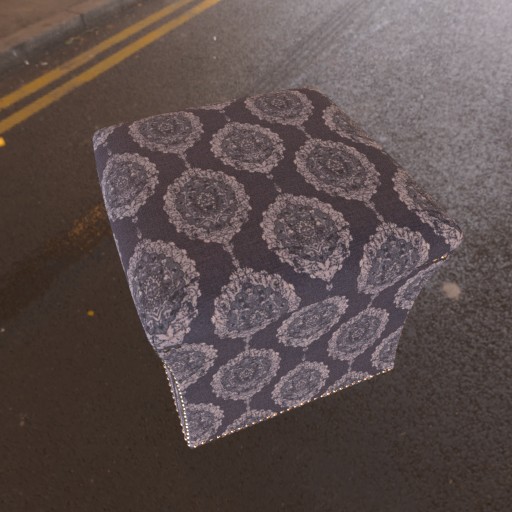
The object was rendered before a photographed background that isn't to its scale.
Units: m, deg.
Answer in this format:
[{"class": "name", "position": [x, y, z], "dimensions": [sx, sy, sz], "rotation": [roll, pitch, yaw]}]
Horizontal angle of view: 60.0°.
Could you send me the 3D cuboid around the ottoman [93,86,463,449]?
[{"class": "ottoman", "position": [0.000, 0.000, 0.894], "dimensions": [0.497, 0.475, 0.507], "rotation": [-16, 50, -14]}]
